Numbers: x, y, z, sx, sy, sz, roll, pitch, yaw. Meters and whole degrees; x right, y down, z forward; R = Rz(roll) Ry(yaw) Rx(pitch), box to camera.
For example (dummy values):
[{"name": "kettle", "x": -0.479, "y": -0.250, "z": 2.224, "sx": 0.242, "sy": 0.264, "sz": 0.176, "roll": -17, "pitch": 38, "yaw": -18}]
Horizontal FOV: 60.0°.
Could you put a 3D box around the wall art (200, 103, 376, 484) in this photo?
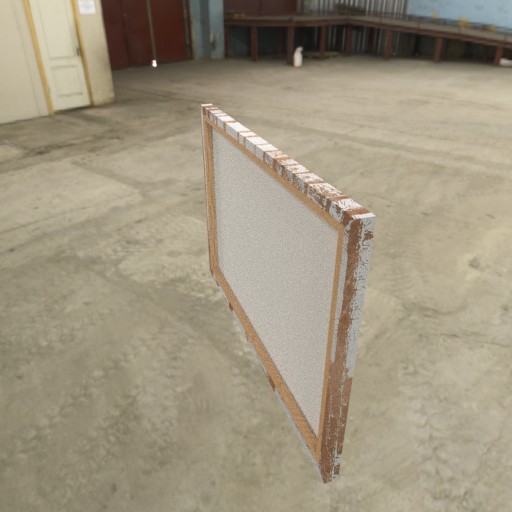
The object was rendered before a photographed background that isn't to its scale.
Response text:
[{"name": "wall art", "x": 0.000, "y": 0.000, "z": 1.159, "sx": 0.035, "sy": 0.609, "sz": 0.914, "roll": -10, "pitch": 31, "yaw": -18}]
